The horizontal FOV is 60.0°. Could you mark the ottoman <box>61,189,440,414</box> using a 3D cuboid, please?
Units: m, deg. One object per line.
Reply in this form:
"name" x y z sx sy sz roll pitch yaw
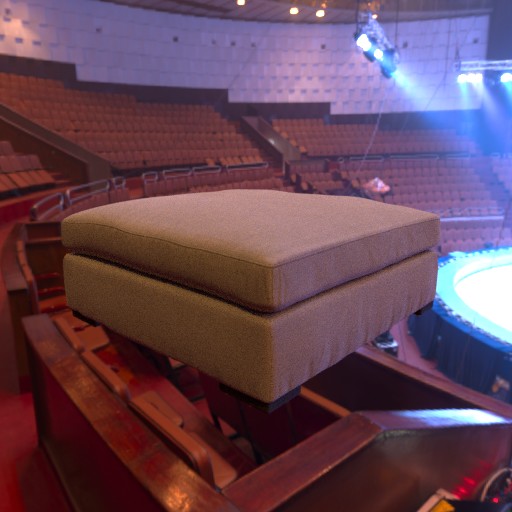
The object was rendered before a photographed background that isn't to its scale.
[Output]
"ottoman" 0.000 0.000 1.895 1.171 0.517 1.203 12 17 41
